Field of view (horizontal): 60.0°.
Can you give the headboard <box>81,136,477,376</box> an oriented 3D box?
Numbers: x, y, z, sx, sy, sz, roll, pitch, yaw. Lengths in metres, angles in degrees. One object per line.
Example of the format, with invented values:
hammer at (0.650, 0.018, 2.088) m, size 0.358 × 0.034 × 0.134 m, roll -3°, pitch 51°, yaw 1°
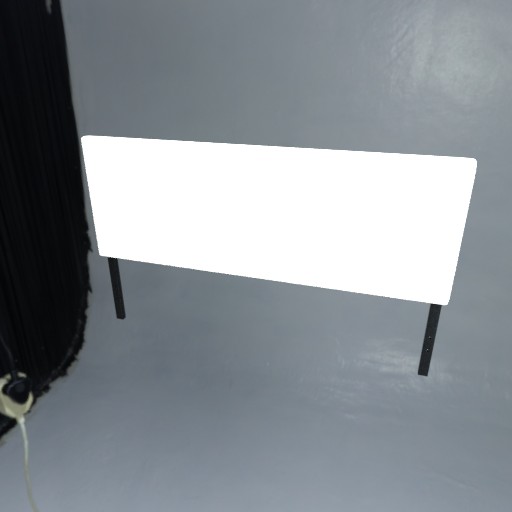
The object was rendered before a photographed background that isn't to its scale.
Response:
headboard at (0.000, 0.000, 2.867) m, size 2.362 × 1.410 × 0.120 m, roll 7°, pitch 25°, yaw 16°
